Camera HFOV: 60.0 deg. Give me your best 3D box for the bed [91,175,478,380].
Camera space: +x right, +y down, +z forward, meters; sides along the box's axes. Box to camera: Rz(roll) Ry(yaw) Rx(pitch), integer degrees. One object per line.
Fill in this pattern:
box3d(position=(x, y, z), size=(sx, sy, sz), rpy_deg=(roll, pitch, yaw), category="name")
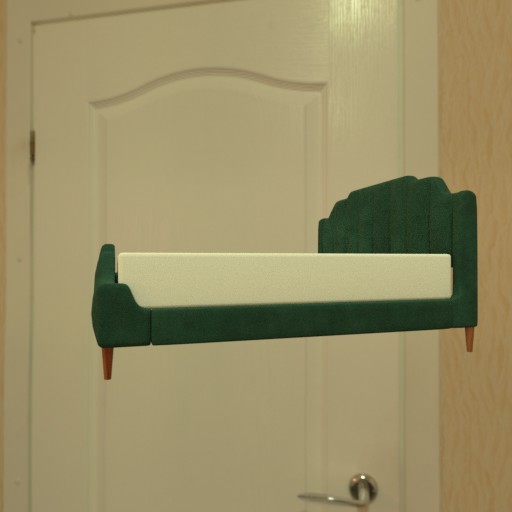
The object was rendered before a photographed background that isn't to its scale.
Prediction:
box3d(position=(0.000, 0.000, 3.476), size=(2.340, 1.245, 2.074), rpy_deg=(0, -1, -18), category="bed")
